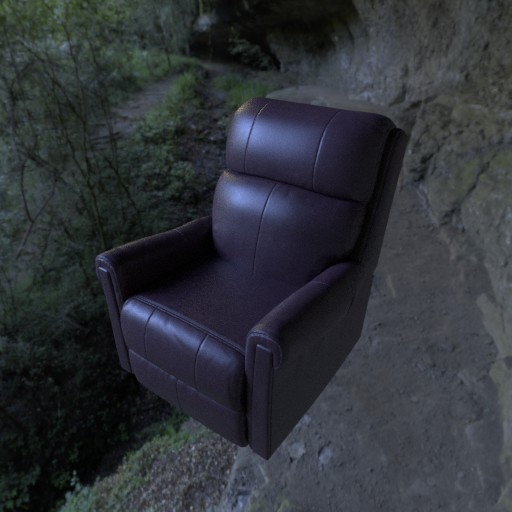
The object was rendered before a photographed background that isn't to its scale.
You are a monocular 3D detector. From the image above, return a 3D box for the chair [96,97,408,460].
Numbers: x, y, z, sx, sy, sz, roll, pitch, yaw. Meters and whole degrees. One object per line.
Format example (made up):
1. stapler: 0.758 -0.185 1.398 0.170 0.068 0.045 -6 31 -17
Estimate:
1. chair: 0.000 0.000 1.774 0.838 1.054 1.014 20 36 30
